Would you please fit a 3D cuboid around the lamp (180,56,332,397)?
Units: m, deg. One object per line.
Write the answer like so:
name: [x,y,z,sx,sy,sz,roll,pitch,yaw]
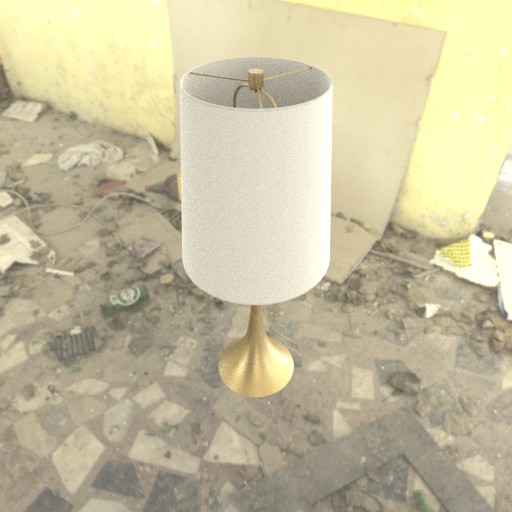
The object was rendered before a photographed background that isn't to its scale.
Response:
lamp: [0.000,0.000,0.705,0.231,0.569,0.231,0,40,0]
